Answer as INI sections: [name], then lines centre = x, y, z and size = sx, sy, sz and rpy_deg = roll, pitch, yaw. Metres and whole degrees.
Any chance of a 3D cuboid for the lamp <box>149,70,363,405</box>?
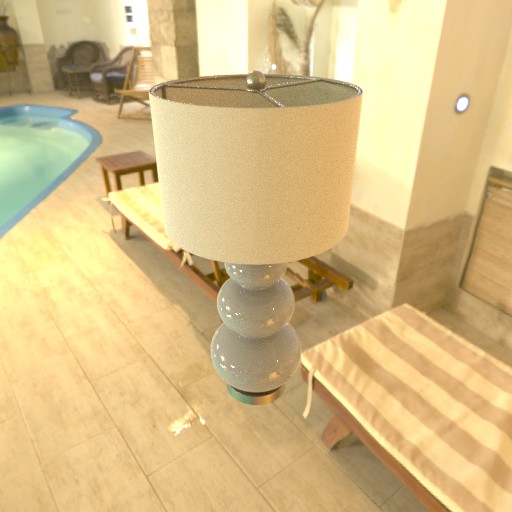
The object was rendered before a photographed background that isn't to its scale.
[lamp]
centre = 0.000, 0.000, 0.940
size = 0.367, 0.730, 0.367
rpy_deg = -17, 33, -27
